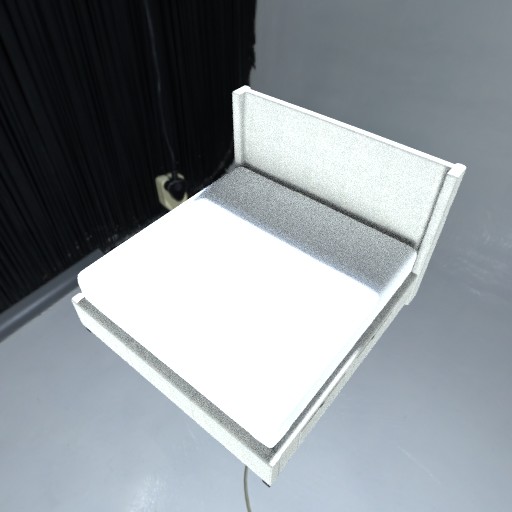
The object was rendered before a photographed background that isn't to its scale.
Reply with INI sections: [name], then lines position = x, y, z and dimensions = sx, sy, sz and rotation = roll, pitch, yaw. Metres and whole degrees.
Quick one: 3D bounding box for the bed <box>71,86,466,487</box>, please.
[bed]
position = 0.000, 0.000, 3.620
dimensions = 2.140, 1.470, 2.280
rotation = 30, 52, 27
